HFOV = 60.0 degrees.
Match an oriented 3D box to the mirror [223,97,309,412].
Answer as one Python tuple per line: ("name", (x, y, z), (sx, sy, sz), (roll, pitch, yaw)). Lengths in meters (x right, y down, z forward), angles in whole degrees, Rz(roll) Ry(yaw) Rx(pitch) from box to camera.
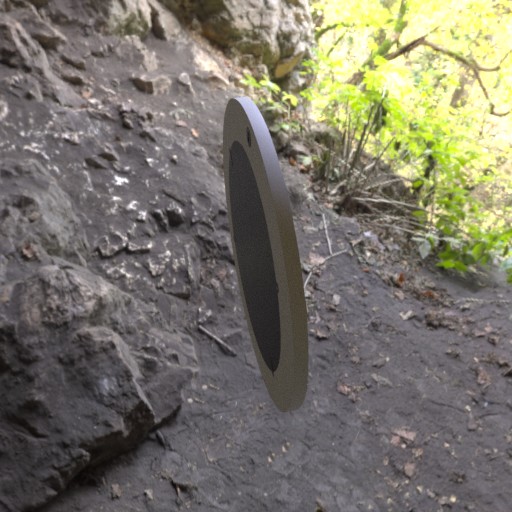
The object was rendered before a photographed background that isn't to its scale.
("mirror", (0.000, 0.000, 1.351), (0.038, 0.914, 0.914), (-9, 46, -9))
